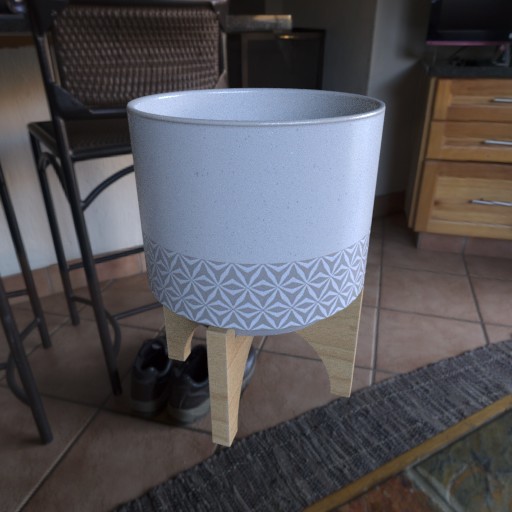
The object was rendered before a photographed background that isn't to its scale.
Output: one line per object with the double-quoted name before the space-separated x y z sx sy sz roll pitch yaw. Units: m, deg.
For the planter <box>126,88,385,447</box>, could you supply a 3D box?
"planter" 0.000 0.000 0.514 0.249 0.343 0.249 0 26 0
